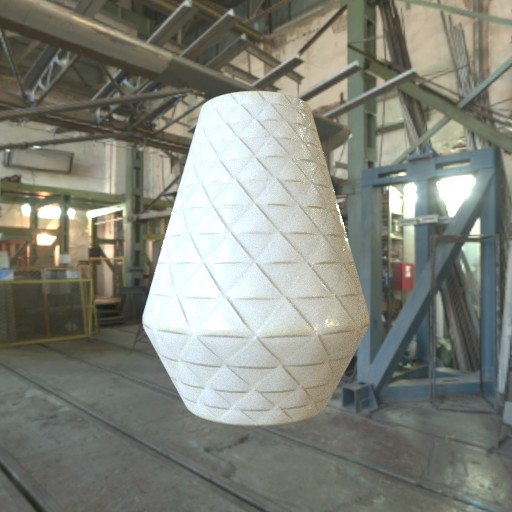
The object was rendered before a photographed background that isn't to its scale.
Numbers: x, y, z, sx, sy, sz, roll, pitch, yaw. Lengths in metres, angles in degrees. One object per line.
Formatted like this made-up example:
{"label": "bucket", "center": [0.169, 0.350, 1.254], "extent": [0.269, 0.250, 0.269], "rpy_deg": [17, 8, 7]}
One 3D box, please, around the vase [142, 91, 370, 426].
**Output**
{"label": "vase", "center": [0.000, 0.000, 0.352], "extent": [0.175, 0.230, 0.175], "rpy_deg": [0, -1, 0]}
